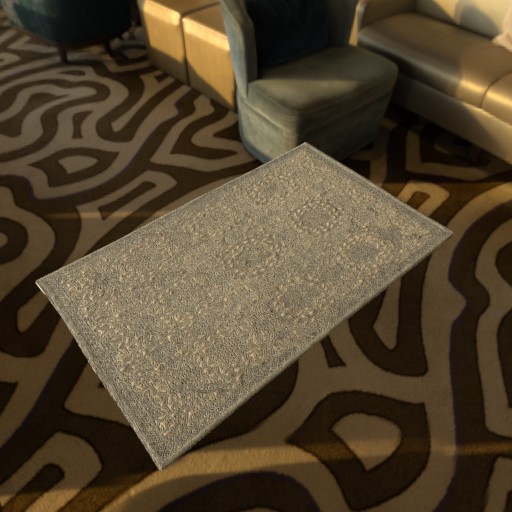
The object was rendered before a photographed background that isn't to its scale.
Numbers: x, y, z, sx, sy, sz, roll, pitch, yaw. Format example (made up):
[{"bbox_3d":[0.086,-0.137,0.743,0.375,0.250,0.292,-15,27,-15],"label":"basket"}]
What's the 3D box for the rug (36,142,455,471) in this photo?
[{"bbox_3d":[0.000,0.000,3.049,2.498,0.022,1.535,-32,55,-26],"label":"rug"}]
